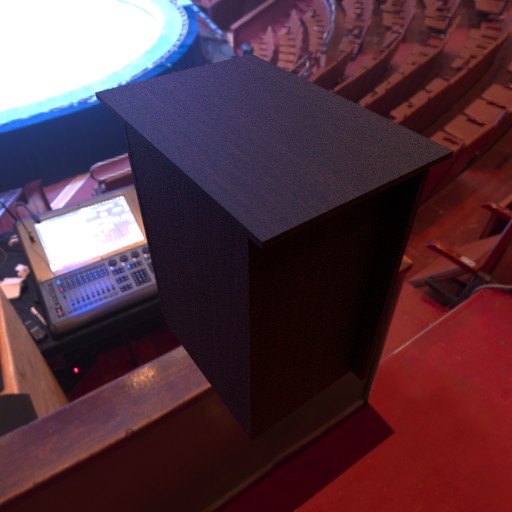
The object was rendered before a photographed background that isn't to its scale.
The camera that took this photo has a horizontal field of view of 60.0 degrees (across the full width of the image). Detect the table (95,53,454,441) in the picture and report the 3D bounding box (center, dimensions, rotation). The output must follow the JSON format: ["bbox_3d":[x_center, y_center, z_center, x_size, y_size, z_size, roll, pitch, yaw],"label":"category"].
[{"bbox_3d":[0.000,0.000,1.081,0.406,0.711,0.591,-26,49,-25],"label":"table"}]
